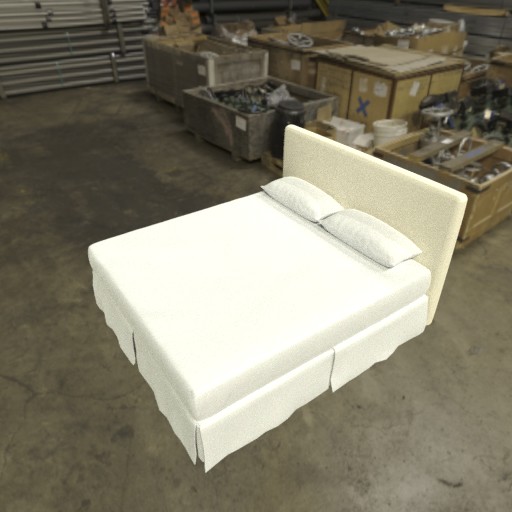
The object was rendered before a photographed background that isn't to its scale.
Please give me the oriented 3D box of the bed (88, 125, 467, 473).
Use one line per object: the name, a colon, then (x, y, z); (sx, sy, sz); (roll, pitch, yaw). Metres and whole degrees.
bed: (0.000, 0.000, 3.684); (2.341, 1.317, 2.119); (-21, 39, -28)
